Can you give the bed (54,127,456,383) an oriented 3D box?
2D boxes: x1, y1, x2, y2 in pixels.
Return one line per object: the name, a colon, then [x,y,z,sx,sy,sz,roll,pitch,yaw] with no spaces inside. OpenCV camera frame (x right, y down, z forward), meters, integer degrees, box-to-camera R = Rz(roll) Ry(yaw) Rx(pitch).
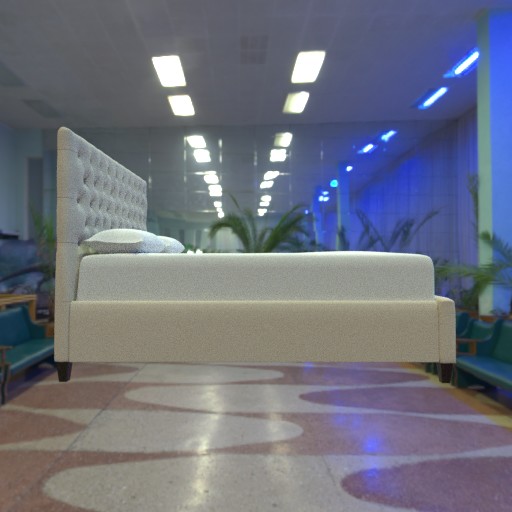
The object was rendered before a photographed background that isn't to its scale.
bed: [0.000,0.000,3.283,2.233,1.426,1.696,0,-1,1]
